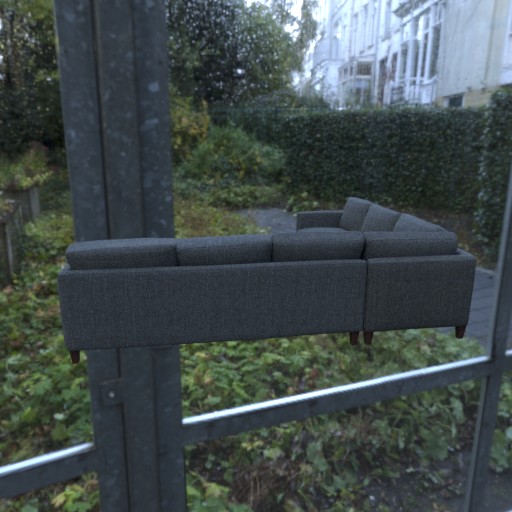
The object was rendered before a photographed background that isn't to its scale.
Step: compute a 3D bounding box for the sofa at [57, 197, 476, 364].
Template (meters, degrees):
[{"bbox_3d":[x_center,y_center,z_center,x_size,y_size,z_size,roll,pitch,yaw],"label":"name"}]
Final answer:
[{"bbox_3d":[0.000,0.000,4.645,3.302,0.947,2.593,-2,15,-8],"label":"sofa"}]
